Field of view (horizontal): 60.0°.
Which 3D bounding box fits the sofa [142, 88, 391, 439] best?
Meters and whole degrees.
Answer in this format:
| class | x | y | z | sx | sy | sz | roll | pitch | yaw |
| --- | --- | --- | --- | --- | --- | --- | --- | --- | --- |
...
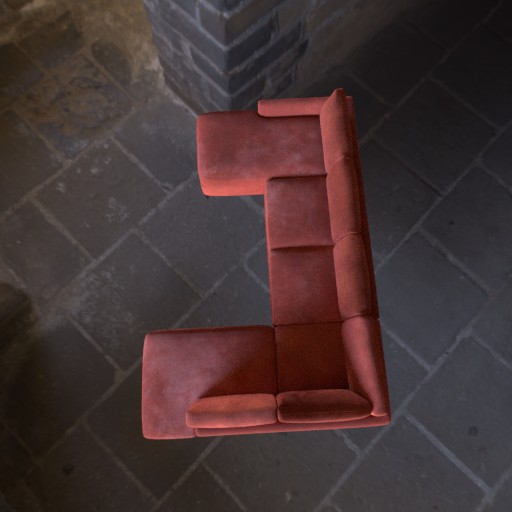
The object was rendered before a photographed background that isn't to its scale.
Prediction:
| class | x | y | z | sx | sy | sz | roll | pitch | yaw |
| --- | --- | --- | --- | --- | --- | --- | --- | --- | --- |
| sofa | 0.000 | 0.000 | 3.958 | 1.981 | 0.858 | 2.971 | -3 | 75 | -1 |
